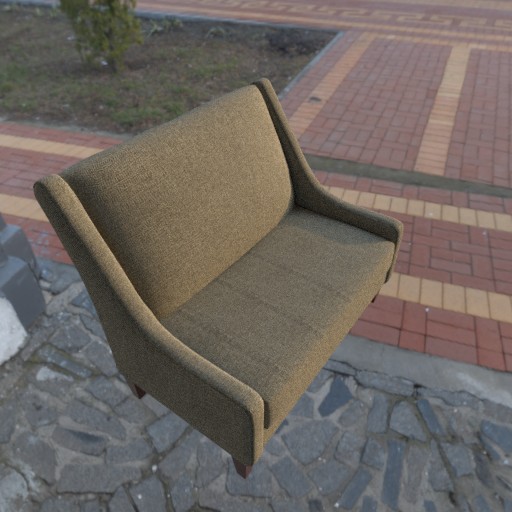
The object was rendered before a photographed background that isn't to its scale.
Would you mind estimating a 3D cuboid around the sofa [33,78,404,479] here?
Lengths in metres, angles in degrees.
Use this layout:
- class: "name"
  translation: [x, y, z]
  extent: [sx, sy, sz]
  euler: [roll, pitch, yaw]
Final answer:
- class: "sofa"
  translation: [0.000, 0.000, 1.866]
  extent: [0.870, 1.021, 1.242]
  euler: [25, 46, 27]
